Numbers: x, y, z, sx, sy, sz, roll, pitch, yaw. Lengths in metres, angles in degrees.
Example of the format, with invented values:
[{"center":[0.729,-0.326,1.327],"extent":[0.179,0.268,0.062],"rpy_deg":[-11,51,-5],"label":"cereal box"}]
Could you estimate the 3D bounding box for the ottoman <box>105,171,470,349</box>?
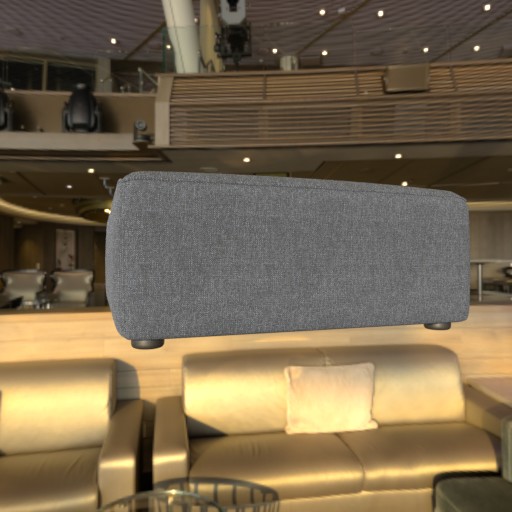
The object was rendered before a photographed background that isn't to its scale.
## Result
[{"center":[0.000,0.000,1.576],"extent":[1.000,0.439,1.000],"rpy_deg":[0,-1,-20],"label":"ottoman"}]
